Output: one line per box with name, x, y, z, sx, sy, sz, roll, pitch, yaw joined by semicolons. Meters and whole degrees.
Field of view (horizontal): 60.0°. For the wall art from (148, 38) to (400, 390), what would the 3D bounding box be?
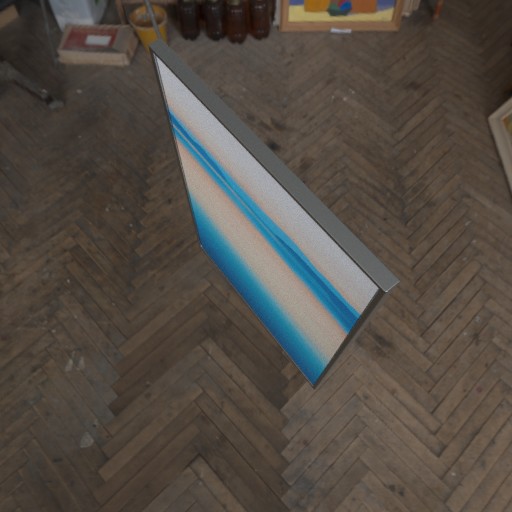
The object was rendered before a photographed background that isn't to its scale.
wall art;0.000;0.000;1.404;0.037;1.062;0.801;-35;69;-15
